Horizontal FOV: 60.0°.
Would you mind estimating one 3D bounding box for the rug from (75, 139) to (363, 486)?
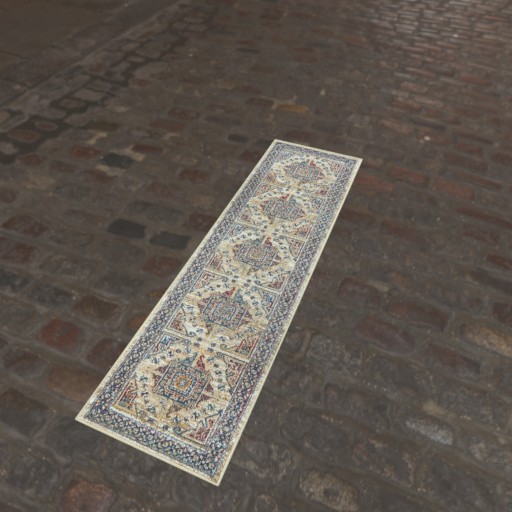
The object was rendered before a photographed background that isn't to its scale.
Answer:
[{"bbox_3d":[0.000,0.000,2.473,0.661,0.013,2.297,17,49,15],"label":"rug"}]
